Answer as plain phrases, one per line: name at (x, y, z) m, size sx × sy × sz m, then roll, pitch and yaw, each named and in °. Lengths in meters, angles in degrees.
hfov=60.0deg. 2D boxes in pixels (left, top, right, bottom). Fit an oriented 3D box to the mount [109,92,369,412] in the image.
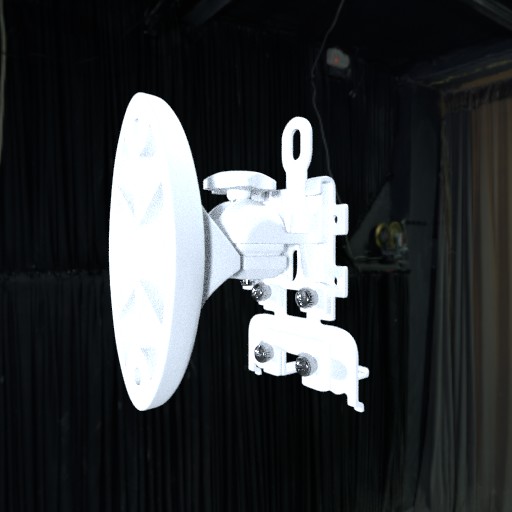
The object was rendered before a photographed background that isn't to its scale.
mount at (0.000, 0.000, 0.177) m, size 0.100 × 0.118 × 0.066 m, roll -1°, pitch 1°, yaw -38°
